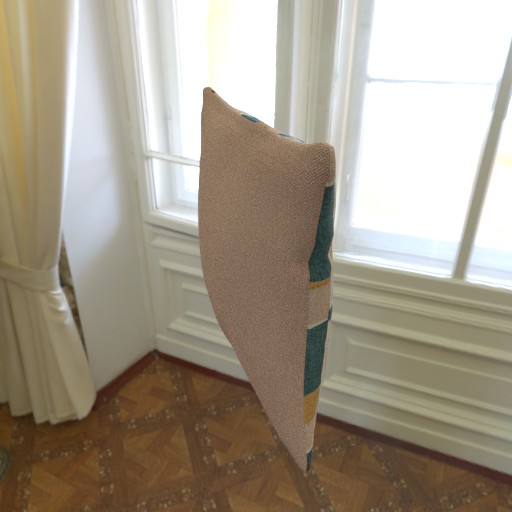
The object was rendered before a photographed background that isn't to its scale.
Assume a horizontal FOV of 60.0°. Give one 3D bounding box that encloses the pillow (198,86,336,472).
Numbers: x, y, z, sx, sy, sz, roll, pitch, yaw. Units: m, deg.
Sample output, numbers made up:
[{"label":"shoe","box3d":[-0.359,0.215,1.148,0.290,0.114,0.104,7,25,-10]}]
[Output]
[{"label":"pillow","box3d":[0.000,0.000,0.735,0.158,0.479,0.478,-10,30,-18]}]
